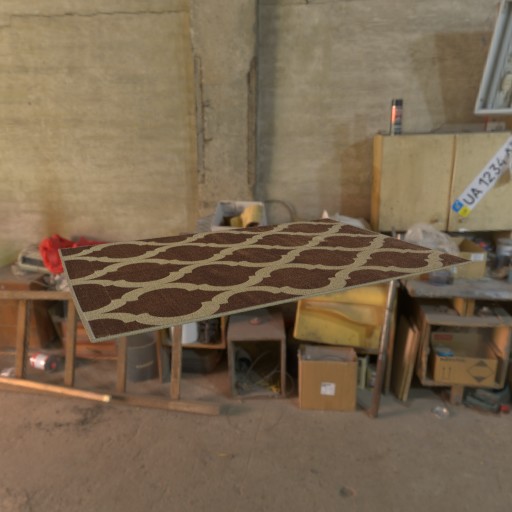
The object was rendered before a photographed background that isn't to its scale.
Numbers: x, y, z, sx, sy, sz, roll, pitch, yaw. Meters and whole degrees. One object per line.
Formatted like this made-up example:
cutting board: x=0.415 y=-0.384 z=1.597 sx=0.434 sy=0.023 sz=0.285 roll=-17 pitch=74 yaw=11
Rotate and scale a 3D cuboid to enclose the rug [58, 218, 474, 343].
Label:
rug: x=0.000 y=0.000 z=2.894 sx=2.290 sy=0.014 sz=1.526 roll=-9 pitch=19 yaw=-27
